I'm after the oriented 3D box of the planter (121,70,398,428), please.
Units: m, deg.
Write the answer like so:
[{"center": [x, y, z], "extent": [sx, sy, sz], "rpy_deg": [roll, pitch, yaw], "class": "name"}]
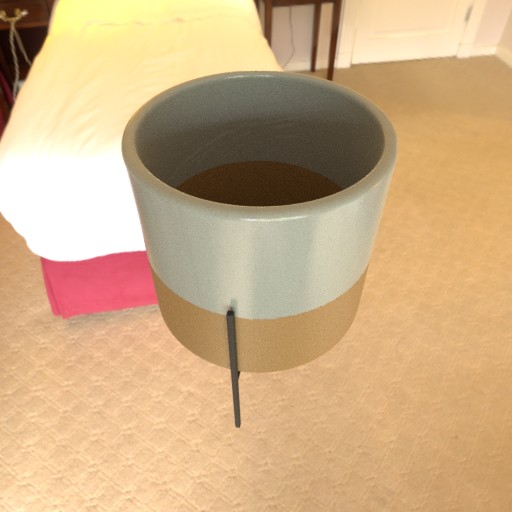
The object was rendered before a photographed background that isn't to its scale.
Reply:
[{"center": [0.000, 0.000, 0.733], "extent": [0.360, 0.480, 0.348], "rpy_deg": [32, 54, 27], "class": "planter"}]
